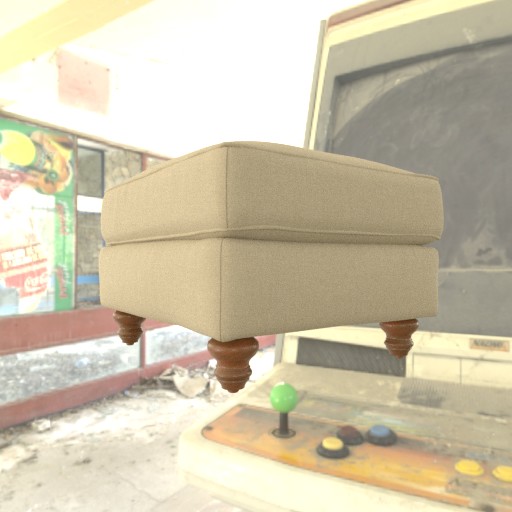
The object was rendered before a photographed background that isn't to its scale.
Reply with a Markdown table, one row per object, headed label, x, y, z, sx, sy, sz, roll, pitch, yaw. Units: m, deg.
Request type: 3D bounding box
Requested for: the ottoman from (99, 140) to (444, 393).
| label | x | y | z | sx | sy | sz | roll | pitch | yaw |
| --- | --- | --- | --- | --- | --- | --- | --- | --- | --- |
| ottoman | 0.000 | 0.000 | 1.178 | 0.662 | 0.505 | 0.716 | 0 | 0 | -35 |
